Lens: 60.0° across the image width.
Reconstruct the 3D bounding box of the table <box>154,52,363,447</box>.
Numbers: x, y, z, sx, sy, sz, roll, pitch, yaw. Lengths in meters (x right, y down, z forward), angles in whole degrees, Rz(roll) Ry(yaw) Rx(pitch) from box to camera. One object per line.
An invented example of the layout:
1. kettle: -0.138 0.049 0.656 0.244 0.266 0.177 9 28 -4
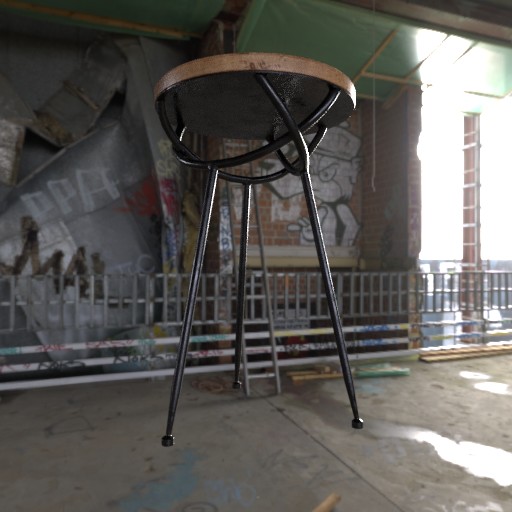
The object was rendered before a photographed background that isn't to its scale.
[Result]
1. table: 0.000 0.000 0.928 0.414 0.664 0.418 0 -1 0
